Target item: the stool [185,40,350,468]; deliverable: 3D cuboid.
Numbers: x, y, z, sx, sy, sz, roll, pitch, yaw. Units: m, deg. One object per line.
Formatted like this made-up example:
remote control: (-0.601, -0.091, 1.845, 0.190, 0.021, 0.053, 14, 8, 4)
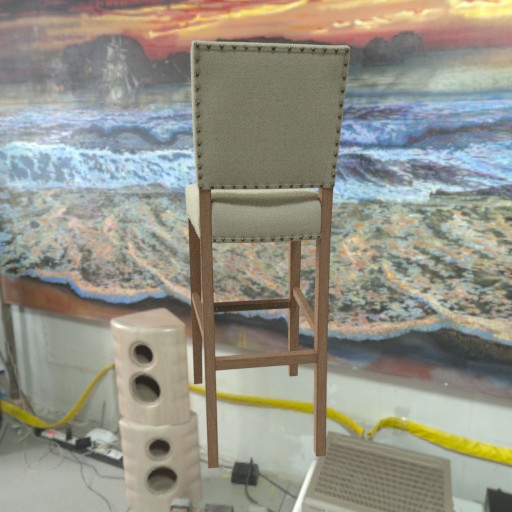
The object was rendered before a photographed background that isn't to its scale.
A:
stool: (0.000, 0.000, 1.399, 0.428, 1.143, 0.546, -2, 15, -9)
